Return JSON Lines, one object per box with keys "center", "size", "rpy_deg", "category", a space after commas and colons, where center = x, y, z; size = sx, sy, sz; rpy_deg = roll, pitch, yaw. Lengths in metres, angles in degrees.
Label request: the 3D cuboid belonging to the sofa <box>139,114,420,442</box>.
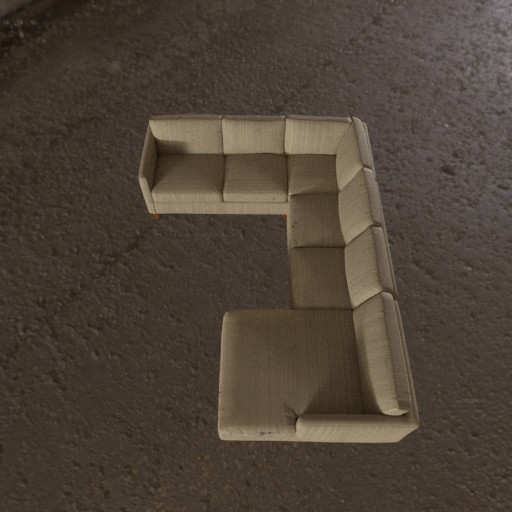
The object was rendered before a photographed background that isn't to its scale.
{"center": [0.000, 0.000, 4.524], "size": [2.594, 0.961, 3.460], "rpy_deg": [0, 58, 0], "category": "sofa"}
